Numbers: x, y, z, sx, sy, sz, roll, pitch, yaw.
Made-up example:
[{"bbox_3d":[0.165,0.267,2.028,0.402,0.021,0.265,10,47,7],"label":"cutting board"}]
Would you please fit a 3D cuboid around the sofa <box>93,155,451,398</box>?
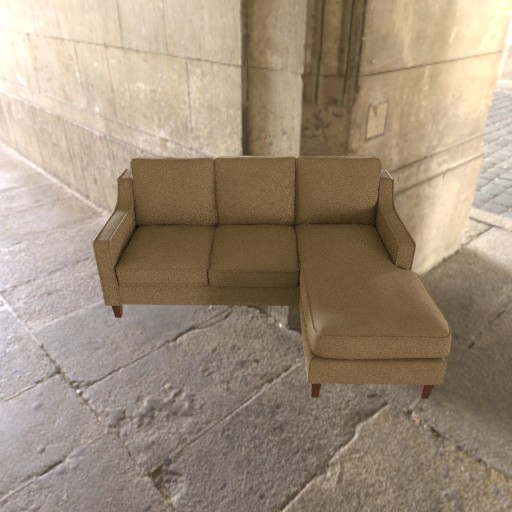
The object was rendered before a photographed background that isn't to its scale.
[{"bbox_3d":[0.000,0.000,3.279,2.317,1.066,1.858,0,31,1],"label":"sofa"}]
